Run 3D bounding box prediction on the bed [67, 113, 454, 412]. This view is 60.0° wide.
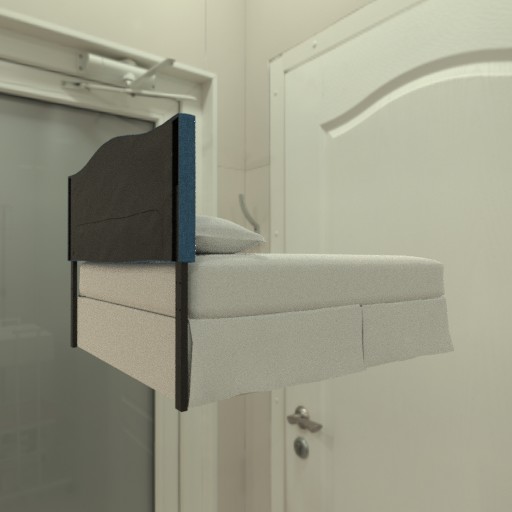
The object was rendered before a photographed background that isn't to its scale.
[{"bbox_3d":[0.000,0.000,2.797,1.872,1.169,1.610,0,-1,-37],"label":"bed"}]
